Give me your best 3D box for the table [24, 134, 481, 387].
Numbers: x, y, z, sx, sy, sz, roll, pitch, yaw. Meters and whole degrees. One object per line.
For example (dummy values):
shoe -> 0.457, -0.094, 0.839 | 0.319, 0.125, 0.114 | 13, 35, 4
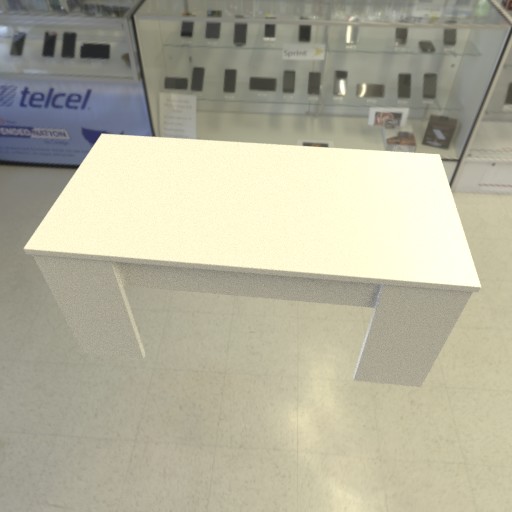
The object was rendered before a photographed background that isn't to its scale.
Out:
table -> 0.000, 0.000, 1.290 | 1.000, 0.440, 0.500 | 5, 46, 5
